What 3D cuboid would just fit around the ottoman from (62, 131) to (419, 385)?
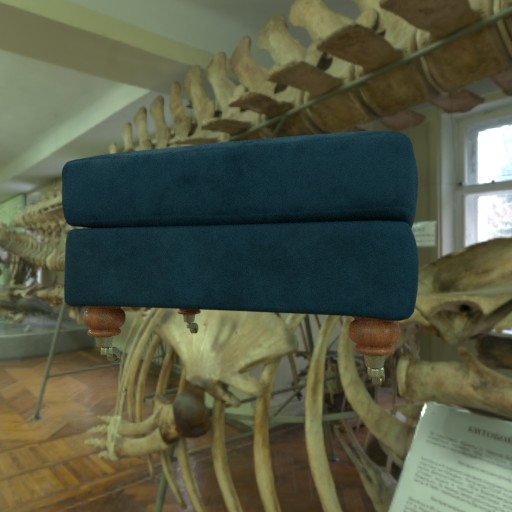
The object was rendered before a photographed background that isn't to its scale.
[{"bbox_3d":[0.000,0.000,1.131,0.773,0.503,0.572,0,0,19],"label":"ottoman"}]
